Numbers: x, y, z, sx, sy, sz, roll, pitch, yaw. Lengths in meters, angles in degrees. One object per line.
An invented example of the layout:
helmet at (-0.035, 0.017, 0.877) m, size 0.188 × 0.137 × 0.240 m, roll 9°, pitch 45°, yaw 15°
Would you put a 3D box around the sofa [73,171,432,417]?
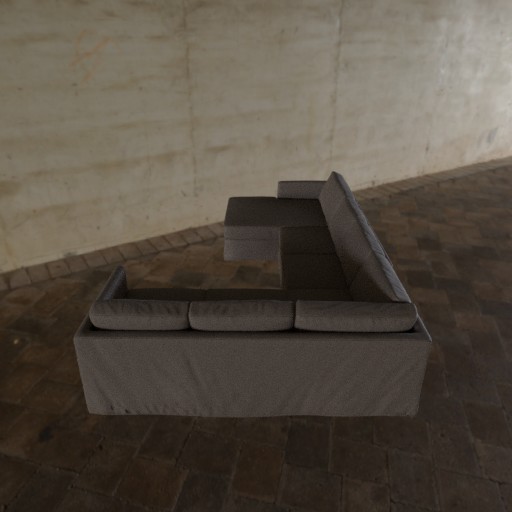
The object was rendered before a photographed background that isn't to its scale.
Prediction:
sofa at (0.000, 0.000, 4.604) m, size 2.476 × 0.878 × 3.528 m, roll 0°, pitch 27°, yaw 1°
